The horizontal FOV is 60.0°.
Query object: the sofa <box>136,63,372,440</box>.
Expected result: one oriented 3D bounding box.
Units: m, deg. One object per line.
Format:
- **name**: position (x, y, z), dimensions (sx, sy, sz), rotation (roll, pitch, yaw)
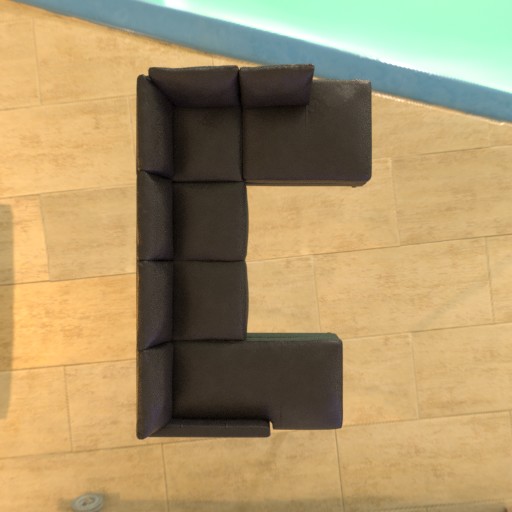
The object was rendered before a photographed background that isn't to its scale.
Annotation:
- **sofa**: position (0.000, 0.000, 3.763), dimensions (1.939, 0.900, 2.956), rotation (0, 90, 1)
